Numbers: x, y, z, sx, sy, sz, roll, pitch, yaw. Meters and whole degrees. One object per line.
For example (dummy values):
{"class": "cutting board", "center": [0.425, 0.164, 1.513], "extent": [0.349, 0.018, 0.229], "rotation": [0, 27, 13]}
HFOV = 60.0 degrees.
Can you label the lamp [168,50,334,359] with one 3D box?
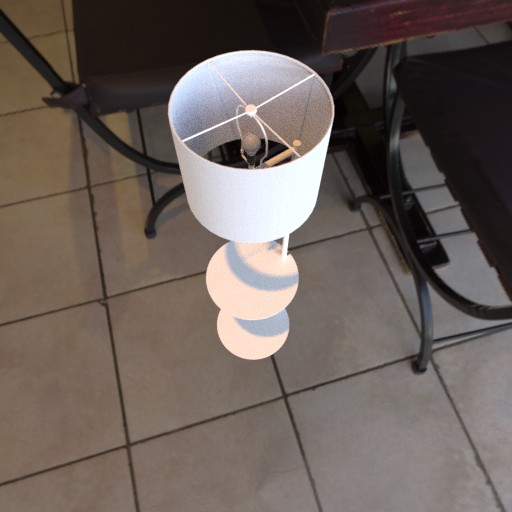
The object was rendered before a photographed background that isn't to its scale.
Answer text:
{"class": "lamp", "center": [0.000, 0.000, 1.644], "extent": [0.405, 1.465, 0.372], "rotation": [-32, 66, -16]}
